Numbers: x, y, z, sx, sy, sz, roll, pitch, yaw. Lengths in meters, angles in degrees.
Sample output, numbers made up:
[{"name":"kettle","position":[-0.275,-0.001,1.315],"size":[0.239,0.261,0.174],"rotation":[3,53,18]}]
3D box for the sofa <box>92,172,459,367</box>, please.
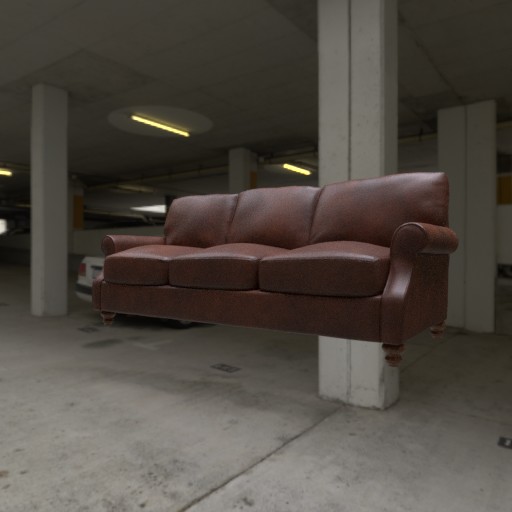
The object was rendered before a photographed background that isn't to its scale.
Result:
[{"name":"sofa","position":[0.000,0.000,2.891],"size":[2.351,0.977,0.973],"rotation":[0,0,35]}]
